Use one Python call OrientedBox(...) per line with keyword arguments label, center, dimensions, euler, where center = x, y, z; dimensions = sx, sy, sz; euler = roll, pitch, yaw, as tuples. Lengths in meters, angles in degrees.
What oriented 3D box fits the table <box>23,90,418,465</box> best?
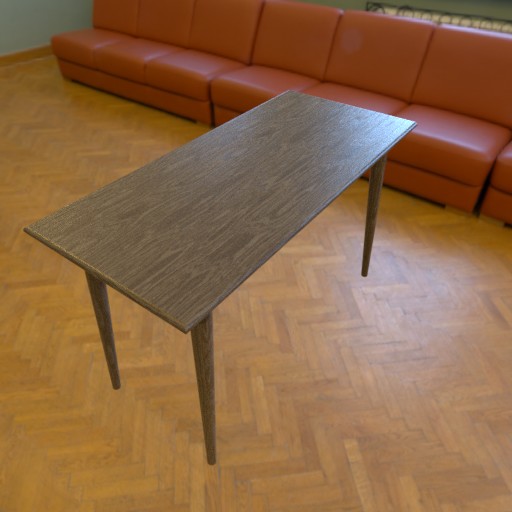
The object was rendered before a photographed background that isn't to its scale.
OrientedBox(label="table", center=(0.000, 0.000, 1.703), dimensions=(0.599, 0.780, 1.300), euler=(25, 46, 27))
